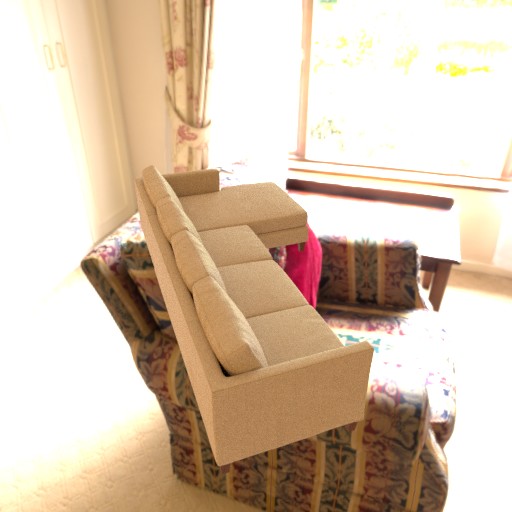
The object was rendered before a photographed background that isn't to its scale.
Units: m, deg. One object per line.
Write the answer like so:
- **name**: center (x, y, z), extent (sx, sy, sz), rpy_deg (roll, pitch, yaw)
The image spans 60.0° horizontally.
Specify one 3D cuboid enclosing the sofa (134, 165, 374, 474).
- **sofa**: center (0.000, 0.000, 3.794), extent (1.625, 0.846, 3.186), rpy_deg (-11, 32, -17)
